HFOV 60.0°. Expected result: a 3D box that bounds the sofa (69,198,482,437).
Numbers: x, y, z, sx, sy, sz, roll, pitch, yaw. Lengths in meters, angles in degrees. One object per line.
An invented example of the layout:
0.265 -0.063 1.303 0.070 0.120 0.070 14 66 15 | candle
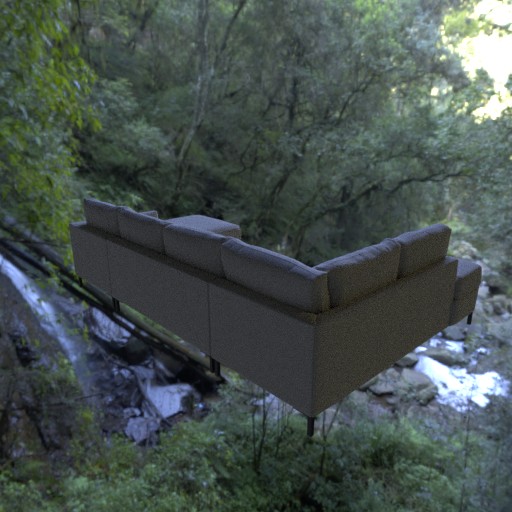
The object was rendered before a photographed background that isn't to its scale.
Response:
0.000 0.000 3.752 1.989 0.862 2.984 -16 23 -41 | sofa
